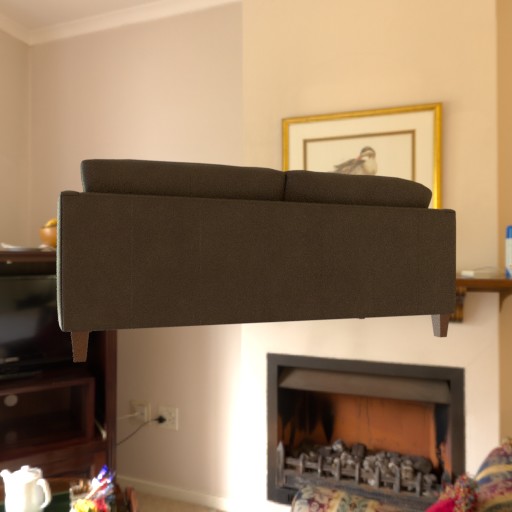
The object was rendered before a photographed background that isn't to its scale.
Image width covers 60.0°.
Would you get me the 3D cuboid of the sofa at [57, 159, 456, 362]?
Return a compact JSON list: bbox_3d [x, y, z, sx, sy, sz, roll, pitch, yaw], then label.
[{"bbox_3d":[0.000,0.000,2.480,1.971,0.863,0.933,0,-1,-19],"label":"sofa"}]
